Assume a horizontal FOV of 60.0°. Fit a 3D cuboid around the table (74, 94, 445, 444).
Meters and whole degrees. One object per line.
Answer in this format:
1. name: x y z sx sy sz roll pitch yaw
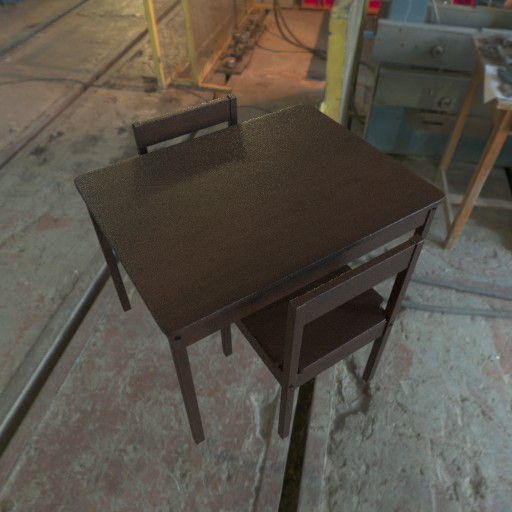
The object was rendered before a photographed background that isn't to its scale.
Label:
1. table: 0.000 0.000 1.109 0.650 0.503 0.672 -25 51 -22
